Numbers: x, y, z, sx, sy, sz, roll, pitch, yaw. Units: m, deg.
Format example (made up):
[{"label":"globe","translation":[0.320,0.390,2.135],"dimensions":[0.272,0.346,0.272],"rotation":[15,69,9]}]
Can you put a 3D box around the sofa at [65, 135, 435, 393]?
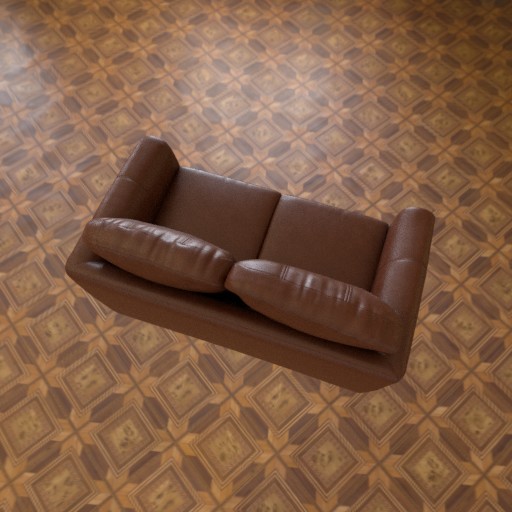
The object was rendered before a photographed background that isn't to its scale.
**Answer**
[{"label":"sofa","translation":[0.000,0.000,1.973],"dimensions":[1.406,0.906,0.805],"rotation":[17,65,8]}]
